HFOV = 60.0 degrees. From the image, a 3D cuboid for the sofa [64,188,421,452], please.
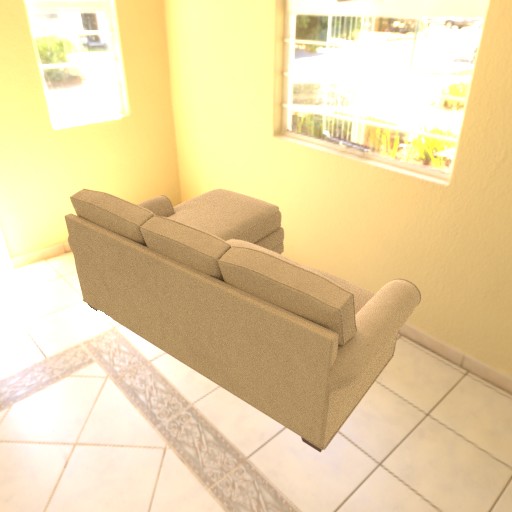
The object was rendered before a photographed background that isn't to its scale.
[{"bbox_3d":[0.000,0.000,2.436,1.770,0.734,1.226,21,36,32],"label":"sofa"}]
